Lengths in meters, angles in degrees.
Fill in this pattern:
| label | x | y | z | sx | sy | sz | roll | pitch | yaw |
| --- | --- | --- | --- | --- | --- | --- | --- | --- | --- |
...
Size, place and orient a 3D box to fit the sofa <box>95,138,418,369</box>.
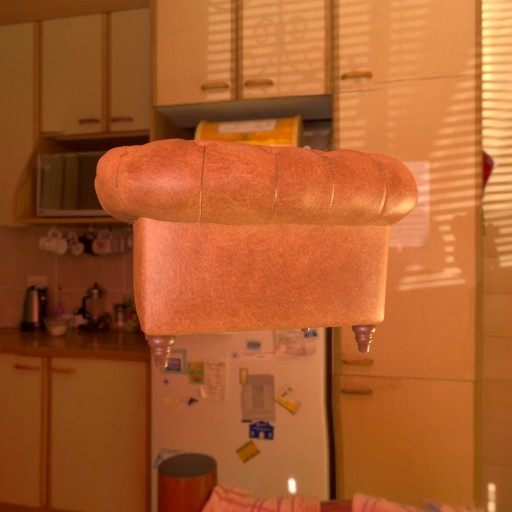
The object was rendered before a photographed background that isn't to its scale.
| label | x | y | z | sx | sy | sz | roll | pitch | yaw |
| --- | --- | --- | --- | --- | --- | --- | --- | --- | --- |
| sofa | 0.000 | 0.000 | 2.040 | 1.405 | 0.878 | 1.033 | 0 | 0 | -18 |
